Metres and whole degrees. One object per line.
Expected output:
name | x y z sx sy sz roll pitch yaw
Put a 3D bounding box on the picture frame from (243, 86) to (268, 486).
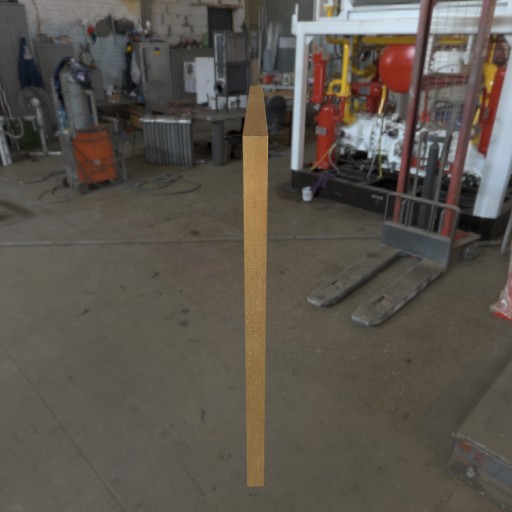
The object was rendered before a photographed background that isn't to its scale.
picture frame | 0.000 0.000 1.151 0.037 0.761 0.758 0 26 0
